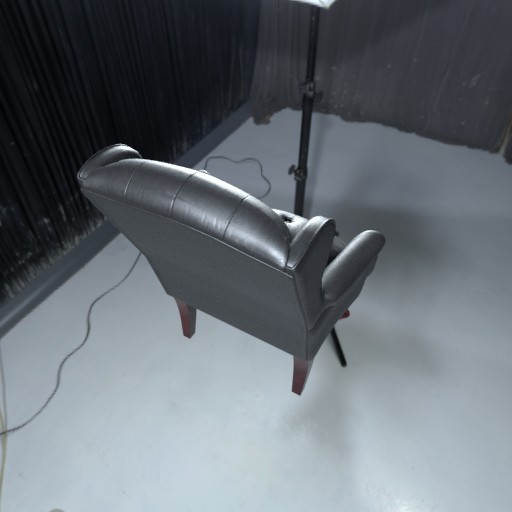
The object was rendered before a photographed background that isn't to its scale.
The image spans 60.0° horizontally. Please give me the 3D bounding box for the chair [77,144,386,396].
[{"bbox_3d":[0.000,0.000,1.677,0.831,1.133,0.822,22,50,20],"label":"chair"}]
